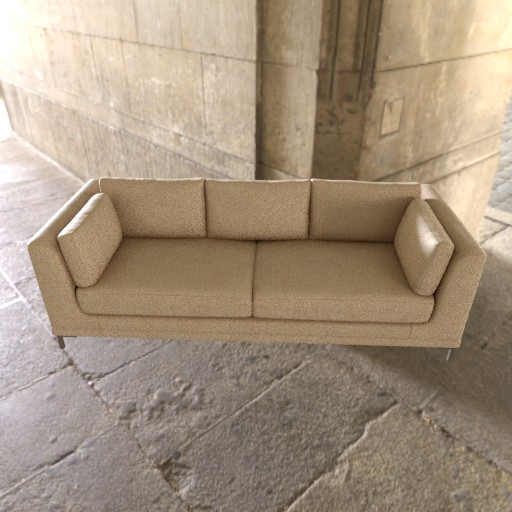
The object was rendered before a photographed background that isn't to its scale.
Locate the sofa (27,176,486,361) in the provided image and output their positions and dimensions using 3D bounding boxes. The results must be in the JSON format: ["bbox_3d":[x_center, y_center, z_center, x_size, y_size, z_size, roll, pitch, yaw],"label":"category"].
[{"bbox_3d":[0.000,0.000,2.860,2.415,0.867,0.969,1,31,2],"label":"sofa"}]
